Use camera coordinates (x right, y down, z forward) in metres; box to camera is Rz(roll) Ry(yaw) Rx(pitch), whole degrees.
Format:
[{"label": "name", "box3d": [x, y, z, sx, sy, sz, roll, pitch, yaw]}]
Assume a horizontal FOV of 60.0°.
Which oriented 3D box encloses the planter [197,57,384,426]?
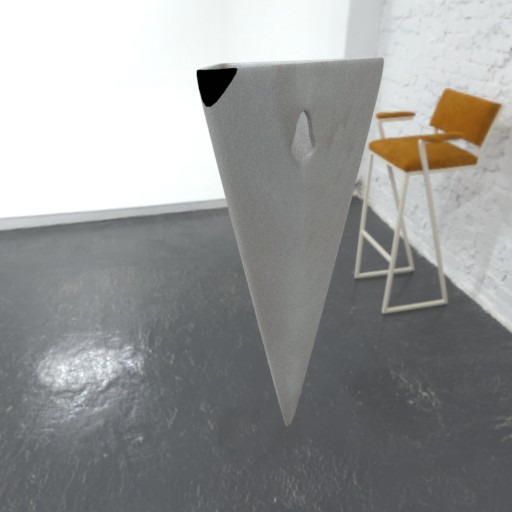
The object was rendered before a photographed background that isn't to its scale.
[{"label": "planter", "box3d": [0.000, 0.000, 0.157, 0.058, 0.130, 0.047, -18, 34, -29]}]
